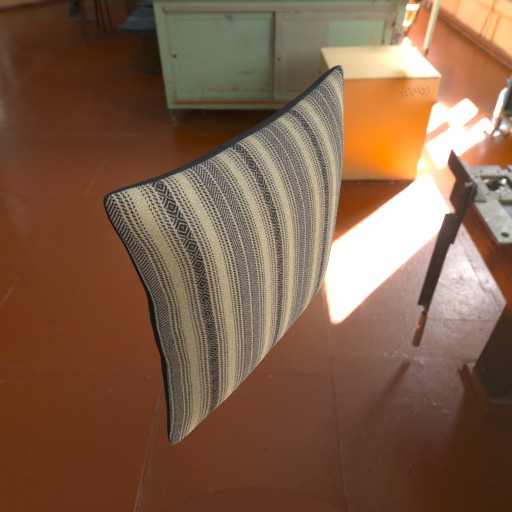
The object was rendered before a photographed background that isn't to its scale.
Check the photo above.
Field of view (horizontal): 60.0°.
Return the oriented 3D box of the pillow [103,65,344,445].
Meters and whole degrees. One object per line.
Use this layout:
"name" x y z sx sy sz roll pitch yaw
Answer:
"pillow" 0.000 0.000 0.770 0.166 0.508 0.520 25 47 26
